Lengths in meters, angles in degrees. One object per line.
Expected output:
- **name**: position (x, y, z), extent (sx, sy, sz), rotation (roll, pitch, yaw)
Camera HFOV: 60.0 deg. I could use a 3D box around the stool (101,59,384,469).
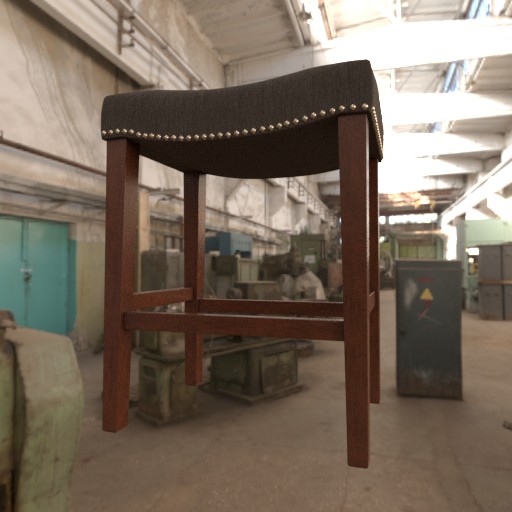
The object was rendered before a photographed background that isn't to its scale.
- **stool**: position (0.000, 0.000, 0.922), extent (0.504, 0.654, 0.372), rotation (0, -1, 19)
